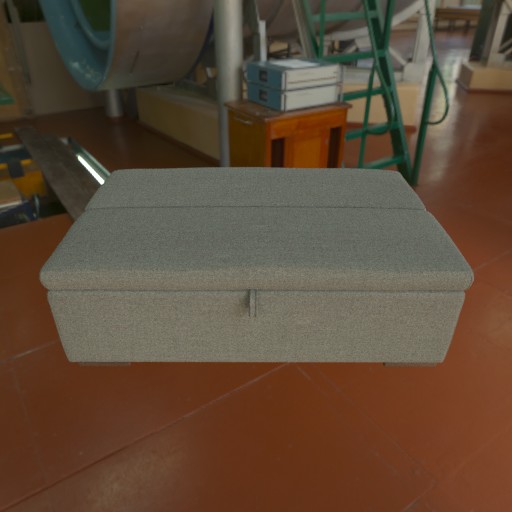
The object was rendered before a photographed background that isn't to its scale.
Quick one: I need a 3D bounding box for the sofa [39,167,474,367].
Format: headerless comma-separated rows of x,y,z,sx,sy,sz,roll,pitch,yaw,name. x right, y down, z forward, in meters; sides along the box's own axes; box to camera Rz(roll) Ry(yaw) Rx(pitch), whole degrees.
0.000,0.000,1.666,1.250,0.434,0.817,0,32,0,sofa
